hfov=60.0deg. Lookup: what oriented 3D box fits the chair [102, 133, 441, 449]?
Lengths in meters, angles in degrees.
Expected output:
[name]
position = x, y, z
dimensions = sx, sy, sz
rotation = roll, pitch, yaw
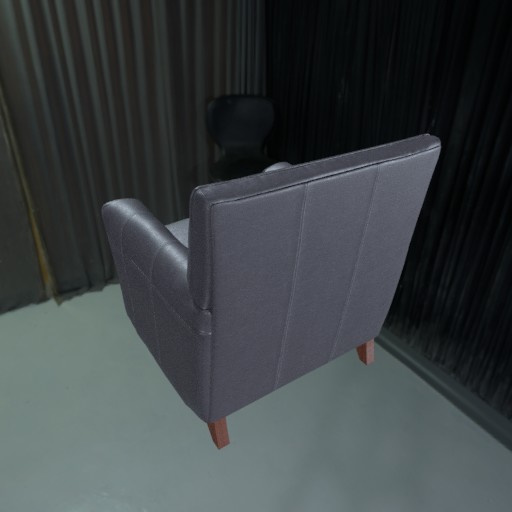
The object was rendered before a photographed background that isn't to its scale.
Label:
[chair]
position = 0.000, 0.000, 1.640
dimensions = 0.870, 0.943, 0.825
rotation = -19, 35, -29
